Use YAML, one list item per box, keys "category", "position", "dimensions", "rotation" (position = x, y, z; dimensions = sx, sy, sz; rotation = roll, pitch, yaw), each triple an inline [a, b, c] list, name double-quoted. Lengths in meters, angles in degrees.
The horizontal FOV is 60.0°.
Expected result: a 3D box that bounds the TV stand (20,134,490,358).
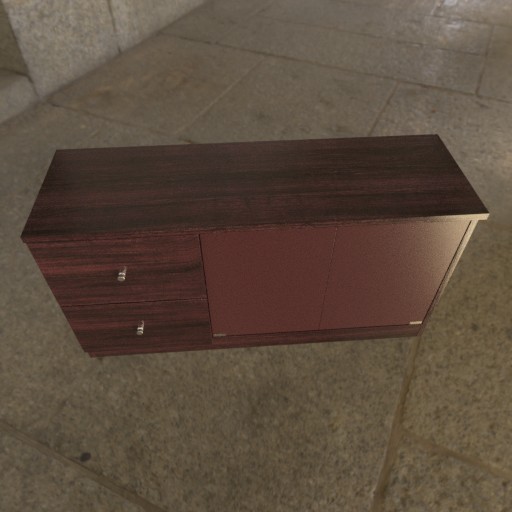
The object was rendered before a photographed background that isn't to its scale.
- category: "TV stand"
  position: [0.000, 0.000, 1.469]
  dimensions: [1.192, 0.614, 0.404]
  rotation: [-3, 47, -3]
